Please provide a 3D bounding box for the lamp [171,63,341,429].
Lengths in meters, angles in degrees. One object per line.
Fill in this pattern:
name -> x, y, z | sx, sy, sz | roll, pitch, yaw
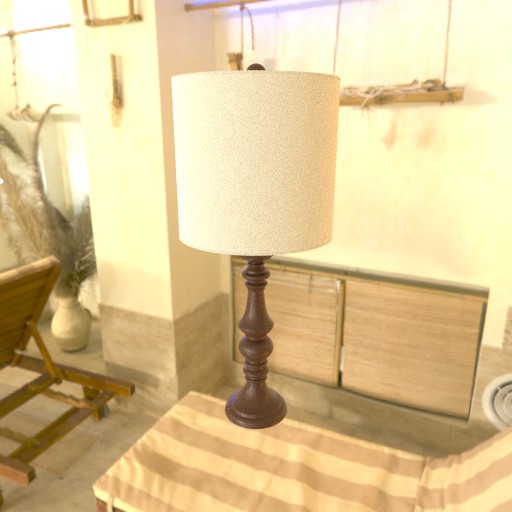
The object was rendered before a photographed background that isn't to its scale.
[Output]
lamp -> 0.000, 0.000, 0.744 | 0.250, 0.597, 0.250 | 8, 18, 25
